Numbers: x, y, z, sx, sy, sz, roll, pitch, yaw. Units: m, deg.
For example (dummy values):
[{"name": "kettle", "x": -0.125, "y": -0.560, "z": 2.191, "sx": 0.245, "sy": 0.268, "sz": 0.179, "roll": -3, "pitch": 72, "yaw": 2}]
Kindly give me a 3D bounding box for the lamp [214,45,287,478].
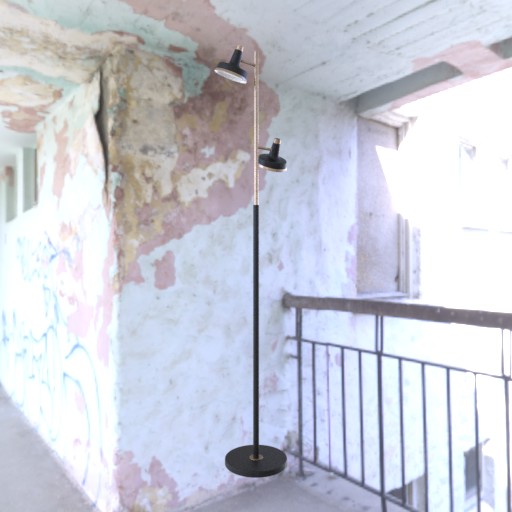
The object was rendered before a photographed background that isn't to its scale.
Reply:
[{"name": "lamp", "x": 0.000, "y": 0.000, "z": 1.806, "sx": 0.351, "sy": 1.674, "sz": 0.253, "roll": 1, "pitch": -1, "yaw": -36}]
